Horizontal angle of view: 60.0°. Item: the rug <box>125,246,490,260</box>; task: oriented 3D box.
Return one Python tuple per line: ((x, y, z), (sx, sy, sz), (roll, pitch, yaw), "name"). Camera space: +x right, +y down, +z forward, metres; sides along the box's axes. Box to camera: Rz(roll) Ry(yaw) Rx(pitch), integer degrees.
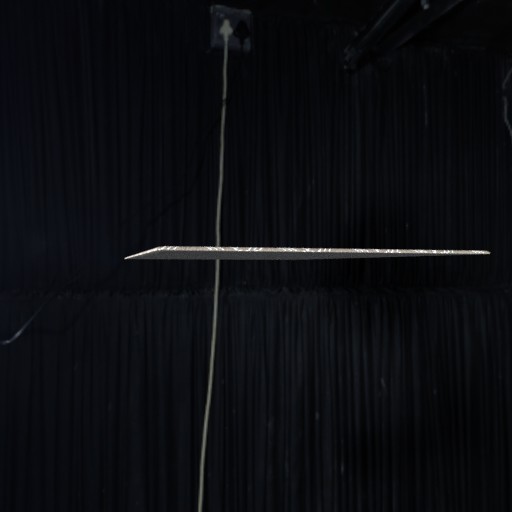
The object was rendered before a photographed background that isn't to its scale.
((0.000, 0.000, 2.335), (1.239, 0.012, 1.836), (0, -1, -19), "rug")
